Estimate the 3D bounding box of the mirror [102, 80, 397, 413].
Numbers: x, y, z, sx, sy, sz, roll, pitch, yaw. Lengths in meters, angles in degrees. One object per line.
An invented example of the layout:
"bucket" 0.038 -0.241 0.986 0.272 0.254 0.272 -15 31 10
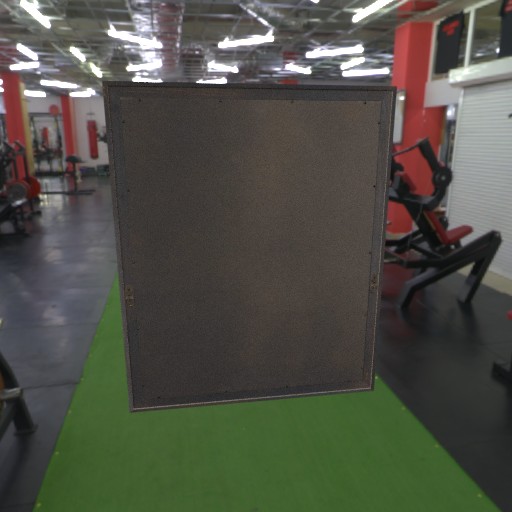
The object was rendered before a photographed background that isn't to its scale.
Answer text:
"mirror" 0.000 0.000 1.213 0.730 0.882 0.032 -2 15 -9
